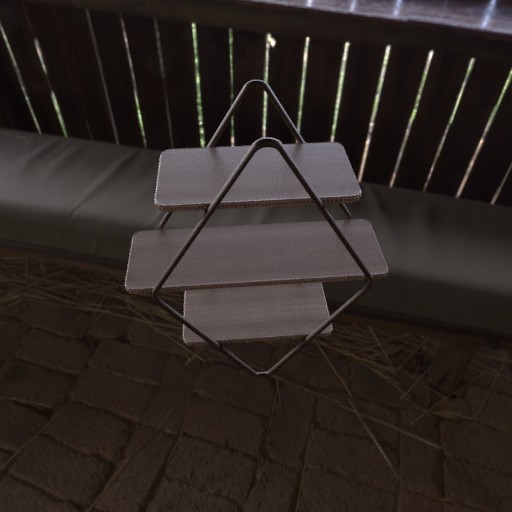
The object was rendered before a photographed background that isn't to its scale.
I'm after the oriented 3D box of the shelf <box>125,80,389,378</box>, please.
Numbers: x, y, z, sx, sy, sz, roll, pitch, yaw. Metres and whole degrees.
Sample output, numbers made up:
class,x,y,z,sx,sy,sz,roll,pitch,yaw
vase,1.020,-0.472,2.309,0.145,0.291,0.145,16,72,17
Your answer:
class,x,y,z,sx,sy,sz,roll,pitch,yaw
shelf,0.000,0.000,1.079,0.609,0.774,0.234,-3,46,-3
